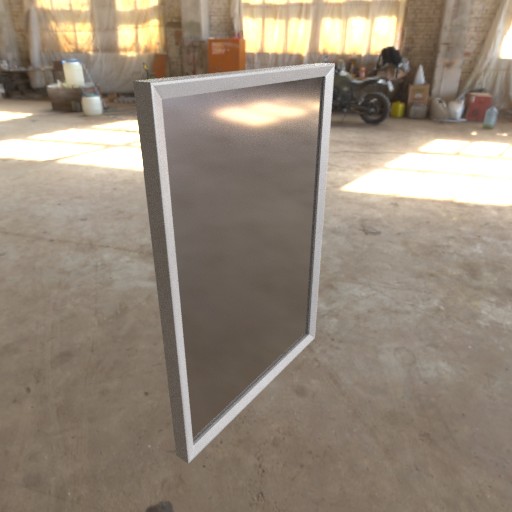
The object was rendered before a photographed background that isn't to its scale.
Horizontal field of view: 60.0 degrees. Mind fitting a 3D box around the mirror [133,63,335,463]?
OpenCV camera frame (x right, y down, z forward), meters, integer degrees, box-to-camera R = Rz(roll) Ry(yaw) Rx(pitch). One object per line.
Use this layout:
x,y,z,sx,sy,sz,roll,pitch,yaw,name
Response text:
0.000,0.000,0.916,0.039,0.710,0.507,18,32,32,mirror
